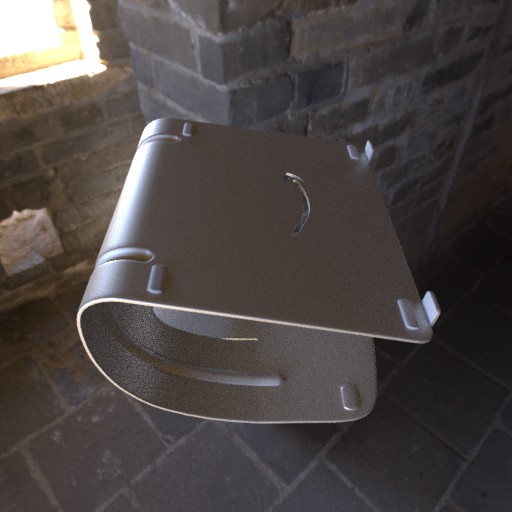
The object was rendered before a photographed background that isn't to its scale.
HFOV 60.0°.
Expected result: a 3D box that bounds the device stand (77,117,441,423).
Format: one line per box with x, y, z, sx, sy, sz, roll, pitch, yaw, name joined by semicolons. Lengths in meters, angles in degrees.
0.000;0.000;0.405;0.236;0.155;0.256;-1;43;-1;device stand
